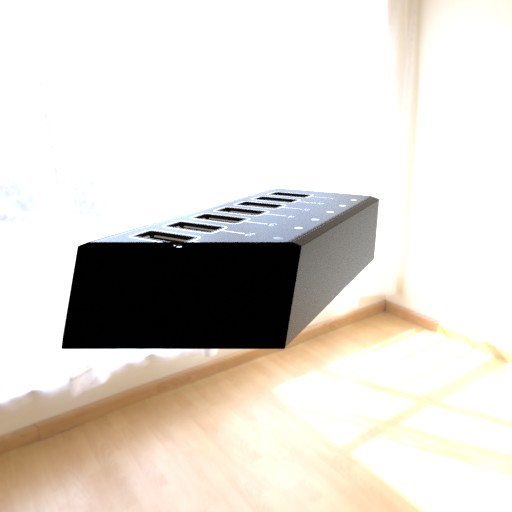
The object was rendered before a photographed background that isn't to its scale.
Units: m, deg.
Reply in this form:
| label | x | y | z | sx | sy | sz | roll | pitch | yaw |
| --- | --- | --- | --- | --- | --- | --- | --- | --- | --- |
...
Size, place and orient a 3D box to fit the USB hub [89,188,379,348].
| label | x | y | z | sx | sy | sz | roll | pitch | yaw |
| --- | --- | --- | --- | --- | --- | --- | --- | --- | --- |
| USB hub | 0.000 | 0.000 | 0.129 | 0.044 | 0.023 | 0.110 | 9 | 19 | 28 |
